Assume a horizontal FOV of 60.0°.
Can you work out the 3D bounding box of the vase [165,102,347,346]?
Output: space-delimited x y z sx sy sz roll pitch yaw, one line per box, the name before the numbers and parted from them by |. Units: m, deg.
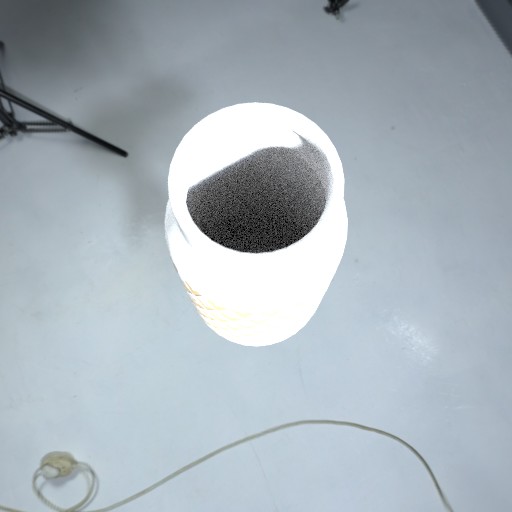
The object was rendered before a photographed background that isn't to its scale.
vase | 0.000 0.000 0.373 0.137 0.307 0.137 0 75 0
